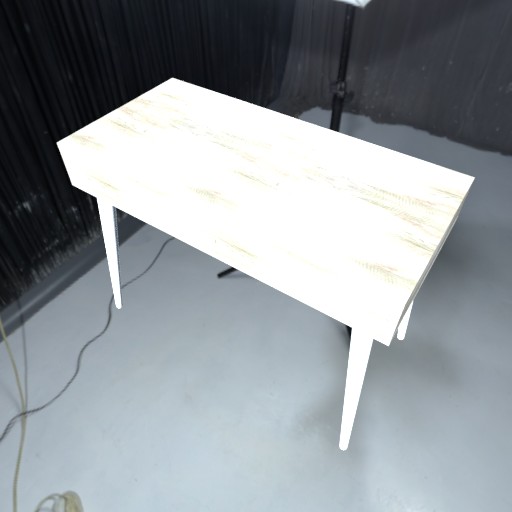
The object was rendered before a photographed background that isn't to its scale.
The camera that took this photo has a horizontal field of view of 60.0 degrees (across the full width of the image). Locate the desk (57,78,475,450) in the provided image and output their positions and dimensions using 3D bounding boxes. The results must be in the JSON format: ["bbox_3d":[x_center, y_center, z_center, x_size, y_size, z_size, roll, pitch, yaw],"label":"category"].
[{"bbox_3d":[0.000,0.000,1.403,0.979,0.723,0.491,26,52,23],"label":"desk"}]
